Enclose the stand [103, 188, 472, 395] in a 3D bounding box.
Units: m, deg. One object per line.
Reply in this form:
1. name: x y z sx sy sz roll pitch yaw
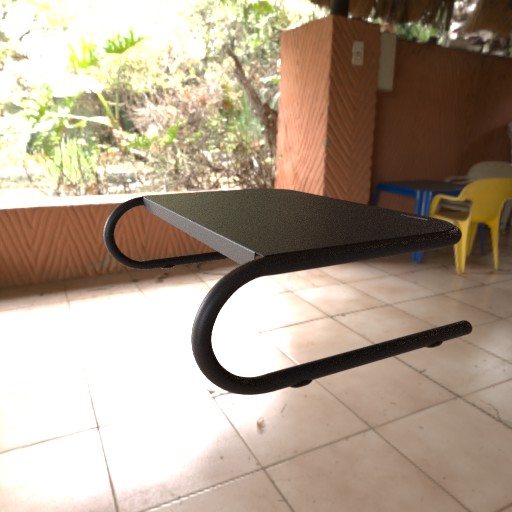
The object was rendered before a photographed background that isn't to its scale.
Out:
1. stand: 0.000 0.000 0.508 0.280 0.108 0.370 -8 17 -26
